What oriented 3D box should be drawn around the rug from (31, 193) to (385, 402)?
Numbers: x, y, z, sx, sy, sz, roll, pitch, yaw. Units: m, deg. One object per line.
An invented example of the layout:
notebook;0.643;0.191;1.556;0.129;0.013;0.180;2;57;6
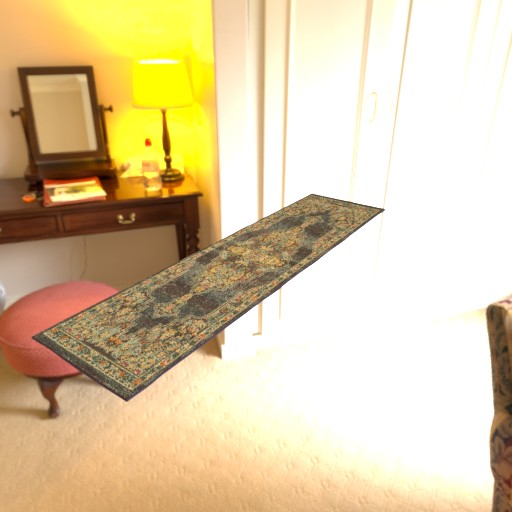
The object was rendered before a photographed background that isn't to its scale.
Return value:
rug;0.000;0.000;2.468;0.602;0.016;2.283;18;32;32
